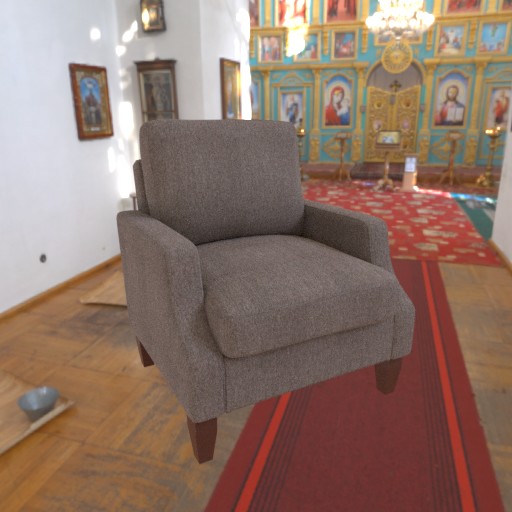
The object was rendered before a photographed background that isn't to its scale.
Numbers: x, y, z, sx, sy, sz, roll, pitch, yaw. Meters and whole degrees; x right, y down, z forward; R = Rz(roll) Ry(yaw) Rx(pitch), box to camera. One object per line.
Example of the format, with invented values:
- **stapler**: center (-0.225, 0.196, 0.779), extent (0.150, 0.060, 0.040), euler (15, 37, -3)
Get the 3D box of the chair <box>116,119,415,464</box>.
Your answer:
- **chair**: center (0.000, 0.000, 1.675), extent (0.855, 0.993, 0.897), euler (-9, 19, -27)
